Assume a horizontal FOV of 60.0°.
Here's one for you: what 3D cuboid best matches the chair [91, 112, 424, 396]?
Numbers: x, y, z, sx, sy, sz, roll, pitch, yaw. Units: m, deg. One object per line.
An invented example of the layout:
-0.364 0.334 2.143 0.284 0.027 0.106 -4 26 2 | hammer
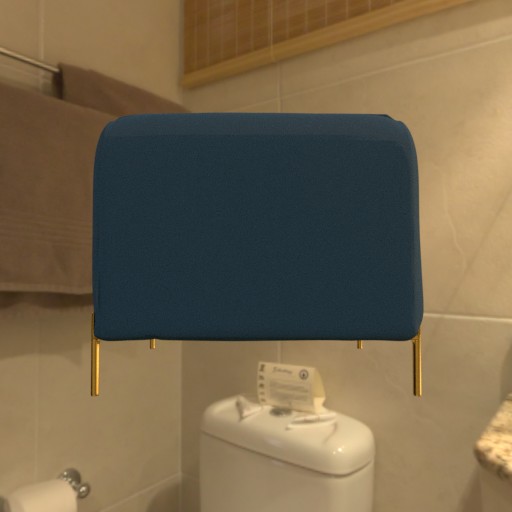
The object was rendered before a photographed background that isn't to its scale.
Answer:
0.000 0.000 1.611 0.947 0.793 0.877 0 -1 0 | chair
